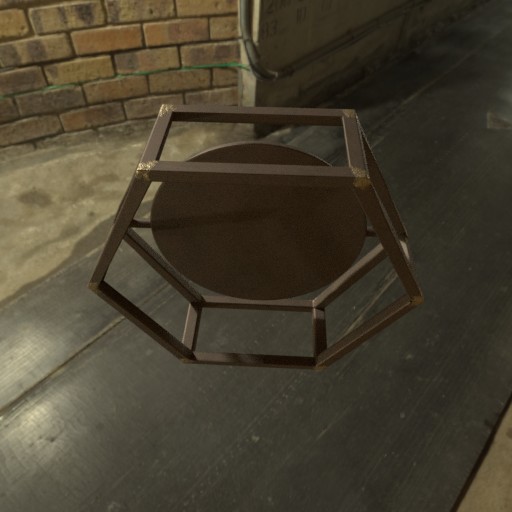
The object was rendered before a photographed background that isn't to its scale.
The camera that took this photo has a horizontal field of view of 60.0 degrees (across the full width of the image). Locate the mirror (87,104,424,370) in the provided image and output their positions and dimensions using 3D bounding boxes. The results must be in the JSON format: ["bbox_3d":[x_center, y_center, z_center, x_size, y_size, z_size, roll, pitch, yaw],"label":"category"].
[{"bbox_3d":[0.000,0.000,0.539,0.380,0.334,0.119,2,48,2],"label":"mirror"}]
